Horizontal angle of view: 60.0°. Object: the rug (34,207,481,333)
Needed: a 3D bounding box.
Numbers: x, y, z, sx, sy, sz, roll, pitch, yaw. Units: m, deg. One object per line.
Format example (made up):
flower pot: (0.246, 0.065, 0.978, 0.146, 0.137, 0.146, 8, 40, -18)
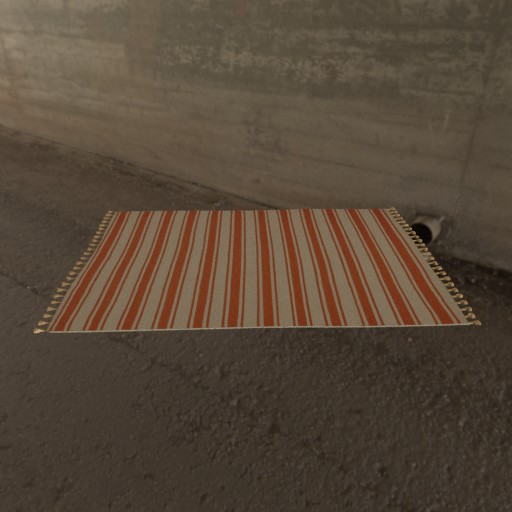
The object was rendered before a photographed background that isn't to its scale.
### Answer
rug: (0.000, 0.000, 3.048, 2.433, 0.022, 1.556, -1, 30, -1)
